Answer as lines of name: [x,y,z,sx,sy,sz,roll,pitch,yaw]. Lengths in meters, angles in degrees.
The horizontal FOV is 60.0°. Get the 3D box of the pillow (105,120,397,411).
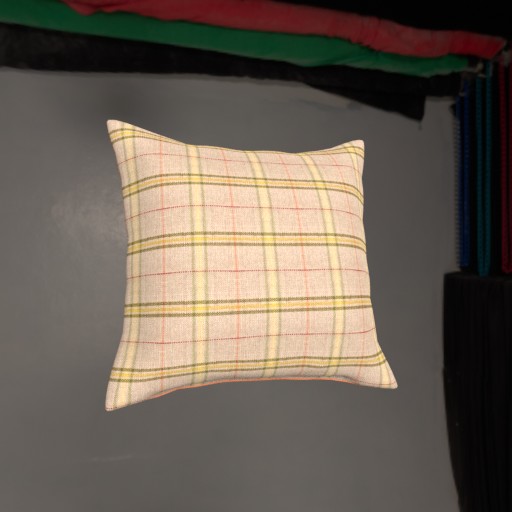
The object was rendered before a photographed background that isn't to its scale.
pillow: [0.000,0.000,0.705,0.453,0.430,0.200,0,0,-17]
